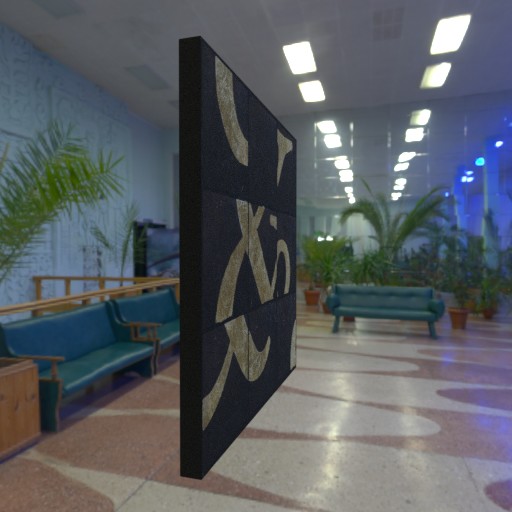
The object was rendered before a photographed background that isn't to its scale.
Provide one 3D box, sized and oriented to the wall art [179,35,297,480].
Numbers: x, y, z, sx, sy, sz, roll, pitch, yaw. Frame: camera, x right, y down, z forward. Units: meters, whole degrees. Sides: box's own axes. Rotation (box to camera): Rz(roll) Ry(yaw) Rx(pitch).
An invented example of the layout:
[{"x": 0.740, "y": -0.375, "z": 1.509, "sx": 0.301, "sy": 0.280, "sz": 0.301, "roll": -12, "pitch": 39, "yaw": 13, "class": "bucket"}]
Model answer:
[{"x": 0.000, "y": 0.000, "z": 1.123, "sx": 0.044, "sy": 0.758, "sz": 0.758, "roll": 0, "pitch": 1, "yaw": 18, "class": "wall art"}]
